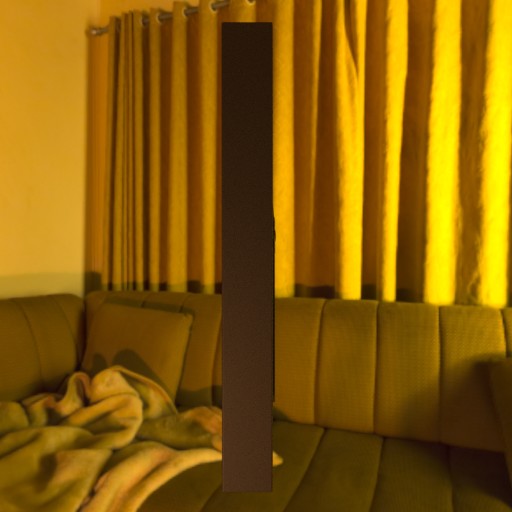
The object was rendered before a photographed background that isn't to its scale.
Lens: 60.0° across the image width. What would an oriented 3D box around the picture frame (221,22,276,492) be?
[{"bbox_3d":[0.000,0.000,0.384,0.042,0.284,0.232,0,1,0],"label":"picture frame"}]
